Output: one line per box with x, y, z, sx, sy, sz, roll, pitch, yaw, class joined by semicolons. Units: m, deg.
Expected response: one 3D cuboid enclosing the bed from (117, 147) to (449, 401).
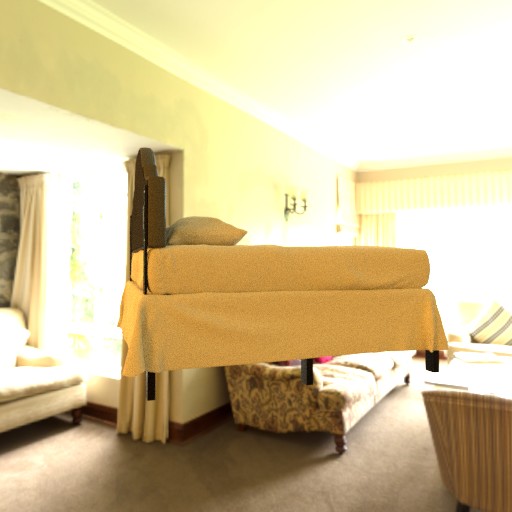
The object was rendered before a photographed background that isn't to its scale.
0.000;0.000;3.744;2.222;1.631;2.303;0;-1;-18;bed
